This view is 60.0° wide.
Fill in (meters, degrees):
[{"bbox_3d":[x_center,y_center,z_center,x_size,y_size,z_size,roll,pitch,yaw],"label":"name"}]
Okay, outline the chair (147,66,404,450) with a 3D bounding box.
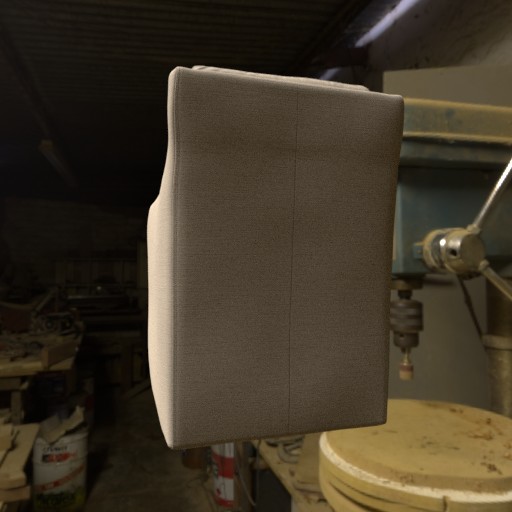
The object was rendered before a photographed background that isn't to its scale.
[{"bbox_3d":[0.000,0.000,1.352,0.626,0.914,0.694,0,-1,-17],"label":"chair"}]
